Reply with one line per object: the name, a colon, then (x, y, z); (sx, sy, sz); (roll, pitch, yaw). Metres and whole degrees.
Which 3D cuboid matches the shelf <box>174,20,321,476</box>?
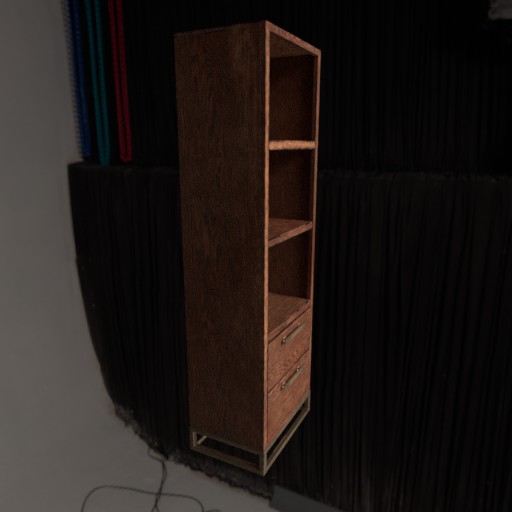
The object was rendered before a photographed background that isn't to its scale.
shelf: (0.000, 0.000, 1.951); (0.395, 1.732, 0.539); (7, 16, 27)
